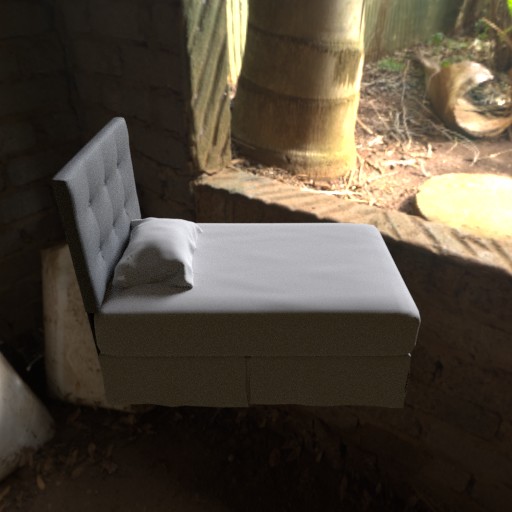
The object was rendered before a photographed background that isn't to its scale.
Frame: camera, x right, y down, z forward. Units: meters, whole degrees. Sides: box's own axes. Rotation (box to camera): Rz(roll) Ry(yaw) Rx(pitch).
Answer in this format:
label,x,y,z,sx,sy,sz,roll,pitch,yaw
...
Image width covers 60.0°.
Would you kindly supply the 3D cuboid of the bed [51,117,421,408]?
label,x,y,z,sx,sy,sz,roll,pitch,yaw
bed,0.000,0.000,2.997,1.997,1.571,1.261,0,32,0
